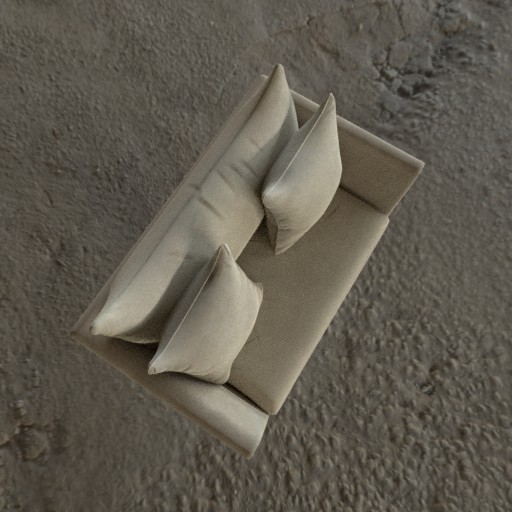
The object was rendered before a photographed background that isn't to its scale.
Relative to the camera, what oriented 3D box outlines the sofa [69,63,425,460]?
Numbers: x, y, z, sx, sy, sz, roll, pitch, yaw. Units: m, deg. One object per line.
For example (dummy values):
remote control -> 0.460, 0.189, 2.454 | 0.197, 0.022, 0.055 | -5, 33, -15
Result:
sofa -> 0.000, 0.000, 2.275 | 1.035, 1.040, 1.608 | 32, 77, 8
